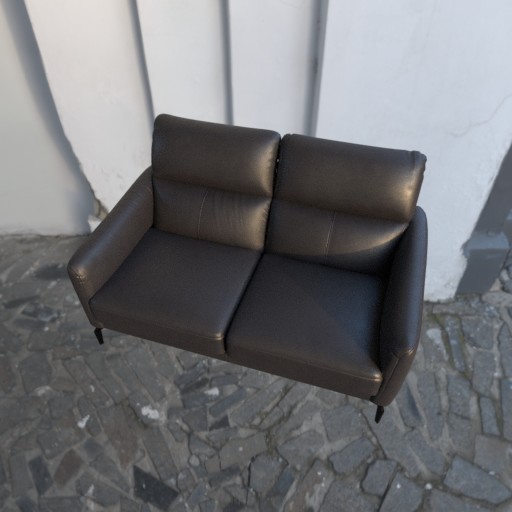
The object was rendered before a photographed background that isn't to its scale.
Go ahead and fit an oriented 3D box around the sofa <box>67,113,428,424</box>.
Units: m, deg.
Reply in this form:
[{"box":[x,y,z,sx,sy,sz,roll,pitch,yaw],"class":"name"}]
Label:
[{"box":[0.000,0.000,2.204,1.596,0.920,0.958,12,44,13],"class":"sofa"}]
